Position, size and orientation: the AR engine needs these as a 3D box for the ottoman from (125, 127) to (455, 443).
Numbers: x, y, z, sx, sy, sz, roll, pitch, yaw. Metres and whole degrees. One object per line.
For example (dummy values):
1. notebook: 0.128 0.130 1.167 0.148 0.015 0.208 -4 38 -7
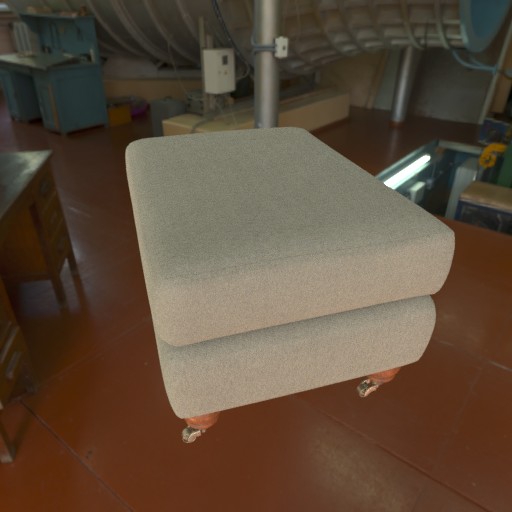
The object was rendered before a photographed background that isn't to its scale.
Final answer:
1. ottoman: 0.000 0.000 1.139 0.569 0.504 0.773 -9 32 -15
